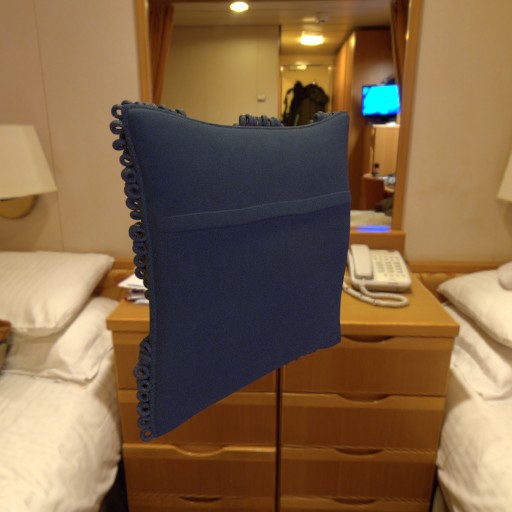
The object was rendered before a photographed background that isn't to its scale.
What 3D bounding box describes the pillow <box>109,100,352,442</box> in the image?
[{"bbox_3d":[0.000,0.000,0.726,0.469,0.466,0.172,-15,21,-42],"label":"pillow"}]
